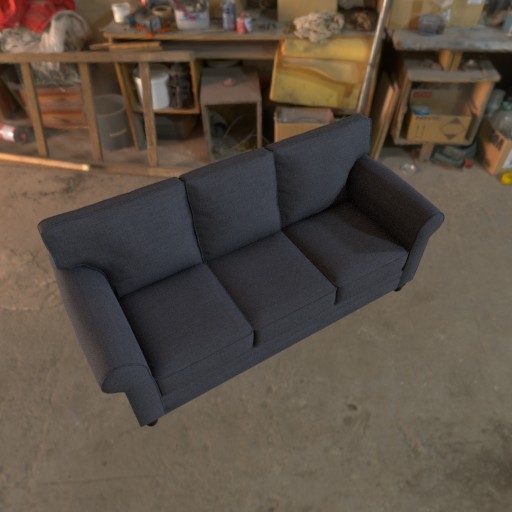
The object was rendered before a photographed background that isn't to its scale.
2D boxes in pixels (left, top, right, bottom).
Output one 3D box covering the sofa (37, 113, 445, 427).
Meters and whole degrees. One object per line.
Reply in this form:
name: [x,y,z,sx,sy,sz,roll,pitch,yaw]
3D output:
sofa: [0.000,0.000,2.587,2.084,0.966,0.909,-24,51,-21]
